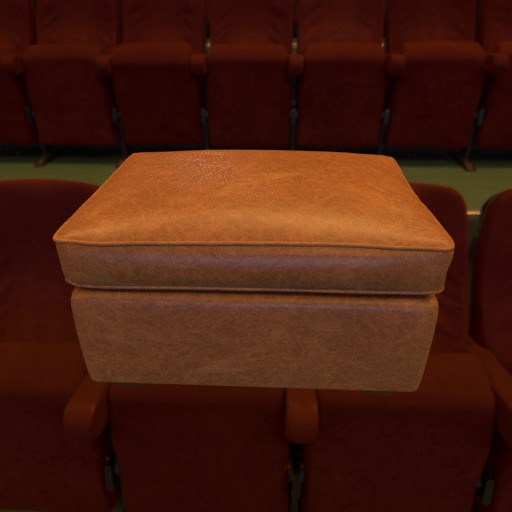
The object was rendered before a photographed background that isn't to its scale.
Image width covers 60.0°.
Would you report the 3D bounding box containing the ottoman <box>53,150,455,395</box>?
[{"bbox_3d":[0.000,0.000,1.118,0.756,0.468,0.554,1,30,2],"label":"ottoman"}]
